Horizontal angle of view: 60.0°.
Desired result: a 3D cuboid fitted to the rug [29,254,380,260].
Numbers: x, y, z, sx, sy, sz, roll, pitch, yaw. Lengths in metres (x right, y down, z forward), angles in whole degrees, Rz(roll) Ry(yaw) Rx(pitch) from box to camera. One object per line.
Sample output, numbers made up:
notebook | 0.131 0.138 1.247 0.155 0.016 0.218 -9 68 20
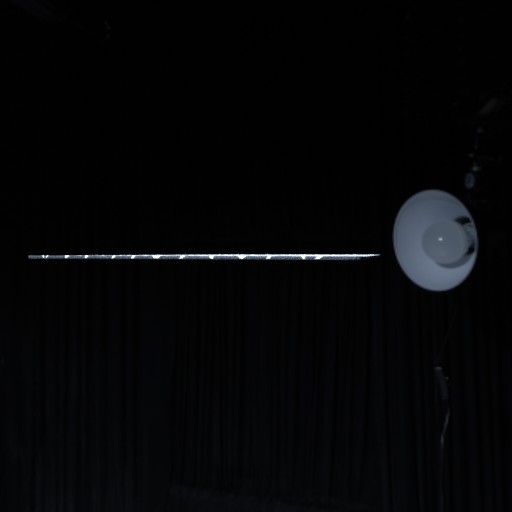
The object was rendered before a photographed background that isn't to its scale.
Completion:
rug | 0.000 0.000 2.342 1.223 0.013 1.830 0 0 17
